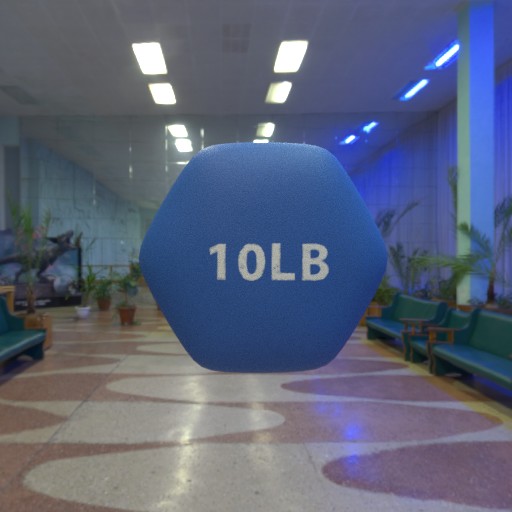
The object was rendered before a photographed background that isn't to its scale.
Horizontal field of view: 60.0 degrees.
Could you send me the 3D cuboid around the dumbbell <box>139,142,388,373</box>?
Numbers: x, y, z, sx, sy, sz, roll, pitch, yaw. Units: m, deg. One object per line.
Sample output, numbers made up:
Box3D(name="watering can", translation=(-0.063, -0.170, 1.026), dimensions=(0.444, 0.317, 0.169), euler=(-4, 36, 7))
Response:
Box3D(name="dumbbell", translation=(0.000, 0.000, 0.268), dimensions=(0.103, 0.093, 0.212), euler=(0, 1, -1))
